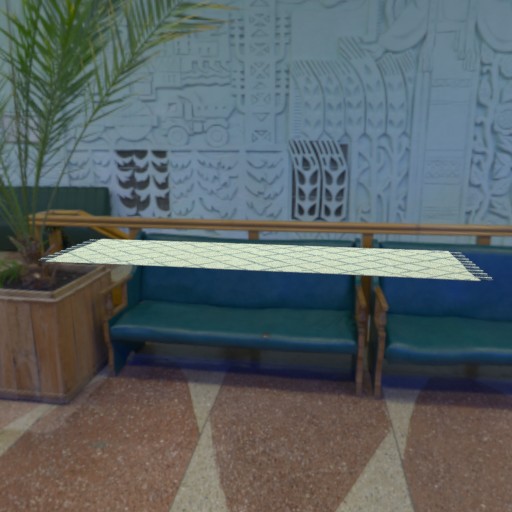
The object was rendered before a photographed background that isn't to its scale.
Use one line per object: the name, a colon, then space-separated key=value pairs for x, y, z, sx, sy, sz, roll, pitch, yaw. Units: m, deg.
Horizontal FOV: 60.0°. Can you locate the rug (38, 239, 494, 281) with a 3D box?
rug: x=0.000 y=0.000 z=2.549 sx=2.372 sy=0.008 sz=0.620 roll=2 pitch=14 yaw=9
